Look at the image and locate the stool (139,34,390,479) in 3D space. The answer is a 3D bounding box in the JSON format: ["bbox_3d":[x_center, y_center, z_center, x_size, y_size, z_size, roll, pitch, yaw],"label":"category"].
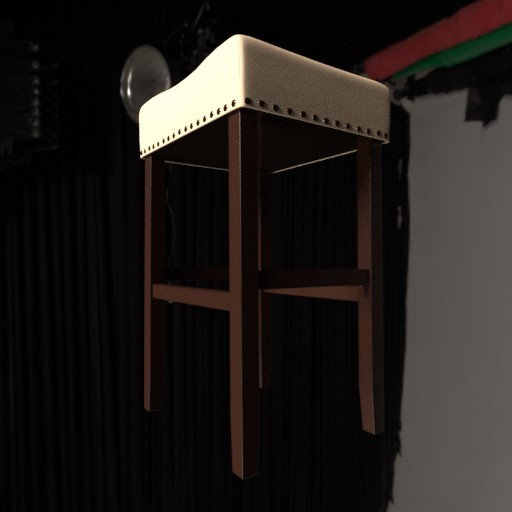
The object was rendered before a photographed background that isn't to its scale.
[{"bbox_3d":[0.000,0.000,1.036,0.401,0.762,0.471,0,-1,-35],"label":"stool"}]
